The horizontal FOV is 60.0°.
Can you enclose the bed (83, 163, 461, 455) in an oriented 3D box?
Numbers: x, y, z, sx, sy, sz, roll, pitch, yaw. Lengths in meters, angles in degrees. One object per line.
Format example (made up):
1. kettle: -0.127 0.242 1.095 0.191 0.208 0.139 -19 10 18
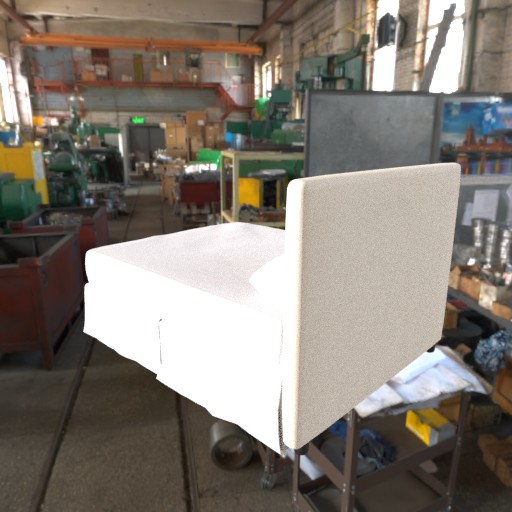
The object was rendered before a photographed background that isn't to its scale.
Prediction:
1. bed: 0.000 0.000 3.159 2.142 1.330 1.713 14 21 42
